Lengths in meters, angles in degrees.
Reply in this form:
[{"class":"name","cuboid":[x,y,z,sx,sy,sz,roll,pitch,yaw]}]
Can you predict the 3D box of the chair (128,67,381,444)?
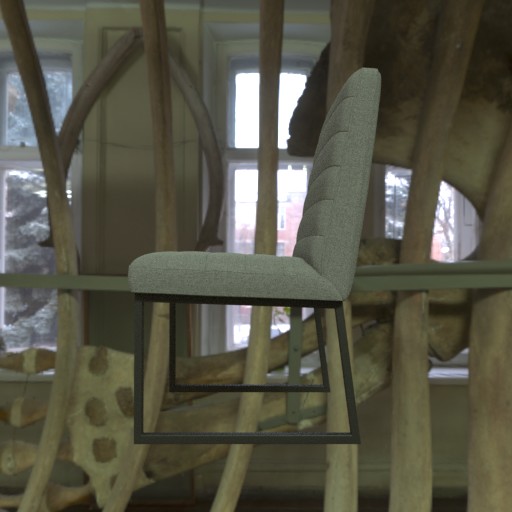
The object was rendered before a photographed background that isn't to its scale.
[{"class":"chair","cuboid":[0.000,0.000,1.323,0.634,0.930,0.520,0,-1,0]}]
